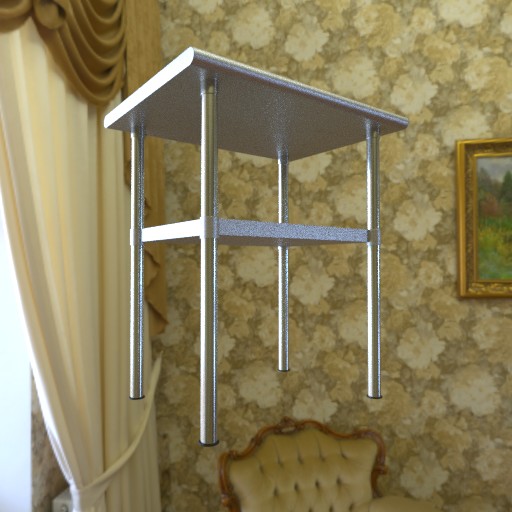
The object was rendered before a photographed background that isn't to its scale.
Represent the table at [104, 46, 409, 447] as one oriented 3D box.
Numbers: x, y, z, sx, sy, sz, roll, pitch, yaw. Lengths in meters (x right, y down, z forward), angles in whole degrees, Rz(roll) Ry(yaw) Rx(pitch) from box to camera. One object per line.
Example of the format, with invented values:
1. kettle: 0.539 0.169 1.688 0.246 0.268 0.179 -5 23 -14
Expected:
1. table: 0.000 0.000 1.384 0.762 0.876 0.584 1 -1 -37
